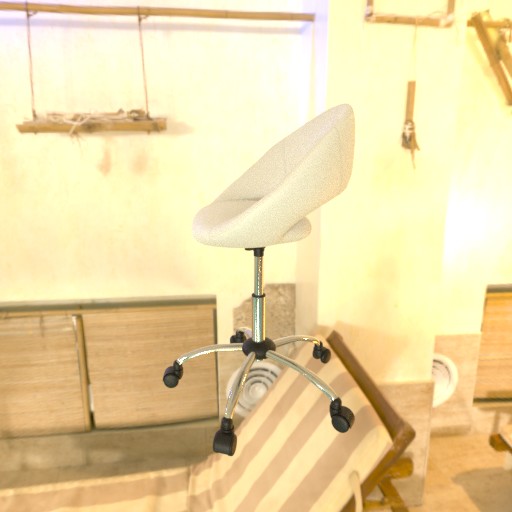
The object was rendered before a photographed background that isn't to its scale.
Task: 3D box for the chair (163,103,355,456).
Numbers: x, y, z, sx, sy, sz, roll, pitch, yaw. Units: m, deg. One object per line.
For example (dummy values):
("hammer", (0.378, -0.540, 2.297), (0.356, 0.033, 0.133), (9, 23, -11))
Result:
("chair", (0.000, 0.000, 1.205), (0.538, 0.791, 0.612), (-2, 14, -8))
